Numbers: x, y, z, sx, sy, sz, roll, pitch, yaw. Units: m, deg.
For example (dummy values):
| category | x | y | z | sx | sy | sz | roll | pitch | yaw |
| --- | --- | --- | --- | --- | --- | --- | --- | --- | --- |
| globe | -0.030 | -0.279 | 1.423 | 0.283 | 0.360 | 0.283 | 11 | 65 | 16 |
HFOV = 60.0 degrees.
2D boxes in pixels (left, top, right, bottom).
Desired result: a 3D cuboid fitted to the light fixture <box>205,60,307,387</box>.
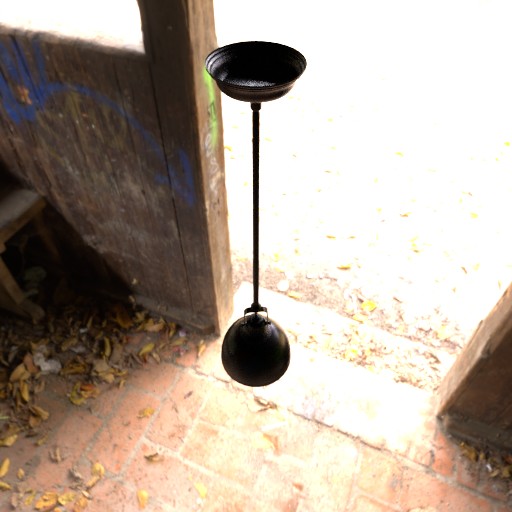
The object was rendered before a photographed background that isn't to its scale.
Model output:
| category | x | y | z | sx | sy | sz | roll | pitch | yaw |
| --- | --- | --- | --- | --- | --- | --- | --- | --- | --- |
| light fixture | 0.000 | 0.000 | 0.873 | 0.182 | 0.768 | 0.182 | -4 | 48 | -3 |
